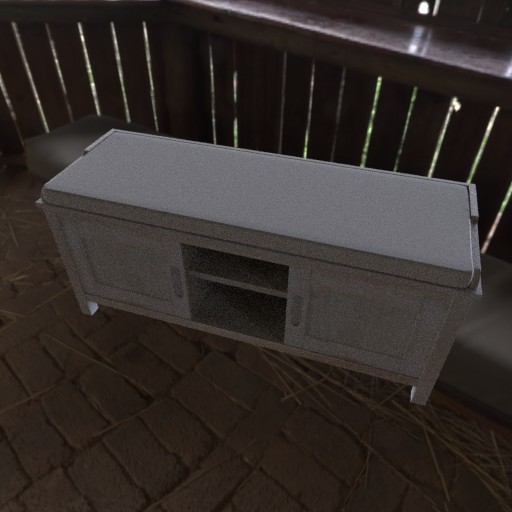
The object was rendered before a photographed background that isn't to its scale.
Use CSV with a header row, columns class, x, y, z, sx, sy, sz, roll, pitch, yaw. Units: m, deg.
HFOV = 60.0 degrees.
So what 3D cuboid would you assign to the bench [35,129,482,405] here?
class,x,y,z,sx,sy,sz,roll,pitch,yaw
bench,0.000,0.000,1.351,1.140,0.501,0.398,12,42,14
